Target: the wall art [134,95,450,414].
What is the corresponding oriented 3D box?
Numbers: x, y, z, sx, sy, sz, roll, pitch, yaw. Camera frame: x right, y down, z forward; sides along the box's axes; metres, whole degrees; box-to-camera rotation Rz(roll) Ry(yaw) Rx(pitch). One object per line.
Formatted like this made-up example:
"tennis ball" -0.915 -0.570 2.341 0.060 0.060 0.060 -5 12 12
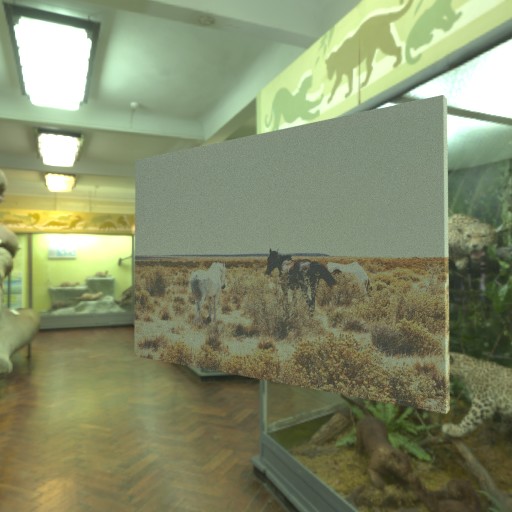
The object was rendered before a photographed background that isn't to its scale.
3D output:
"wall art" 0.000 0.000 1.875 1.520 1.016 0.051 -1 -1 36
